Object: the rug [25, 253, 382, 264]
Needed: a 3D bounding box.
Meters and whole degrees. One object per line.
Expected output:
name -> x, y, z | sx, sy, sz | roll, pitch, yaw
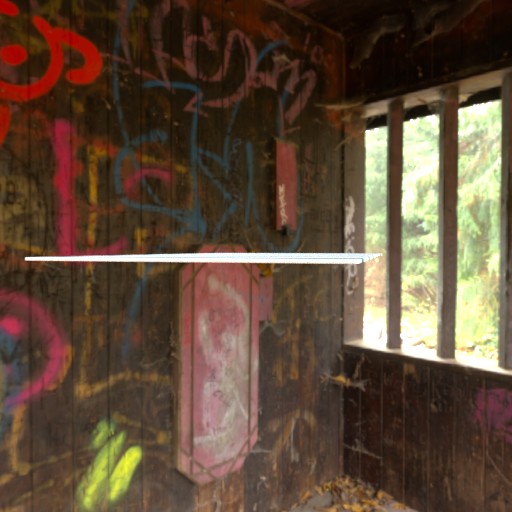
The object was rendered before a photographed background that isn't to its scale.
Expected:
rug -> 0.000, 0.000, 2.321 | 1.210, 0.012, 1.829 | 0, 1, 18
